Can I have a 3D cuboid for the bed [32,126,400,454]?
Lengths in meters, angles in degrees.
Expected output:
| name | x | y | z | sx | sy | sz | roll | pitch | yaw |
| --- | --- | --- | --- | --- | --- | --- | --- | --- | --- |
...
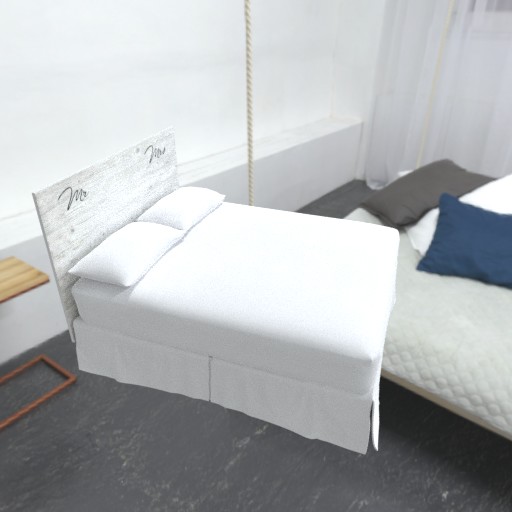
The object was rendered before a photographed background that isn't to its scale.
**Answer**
| name | x | y | z | sx | sy | sz | roll | pitch | yaw |
| --- | --- | --- | --- | --- | --- | --- | --- | --- | --- |
| bed | 0.000 | 0.000 | 3.219 | 2.094 | 1.335 | 1.745 | 10 | 32 | 17 |
